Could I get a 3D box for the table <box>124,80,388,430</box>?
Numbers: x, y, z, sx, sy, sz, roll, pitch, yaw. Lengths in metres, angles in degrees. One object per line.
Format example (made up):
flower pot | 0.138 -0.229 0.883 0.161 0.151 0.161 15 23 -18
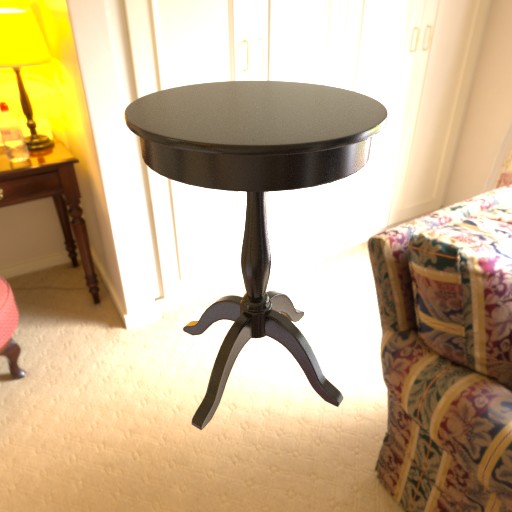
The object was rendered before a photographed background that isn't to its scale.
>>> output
table | 0.000 0.000 1.000 0.481 0.665 0.481 0 32 0
